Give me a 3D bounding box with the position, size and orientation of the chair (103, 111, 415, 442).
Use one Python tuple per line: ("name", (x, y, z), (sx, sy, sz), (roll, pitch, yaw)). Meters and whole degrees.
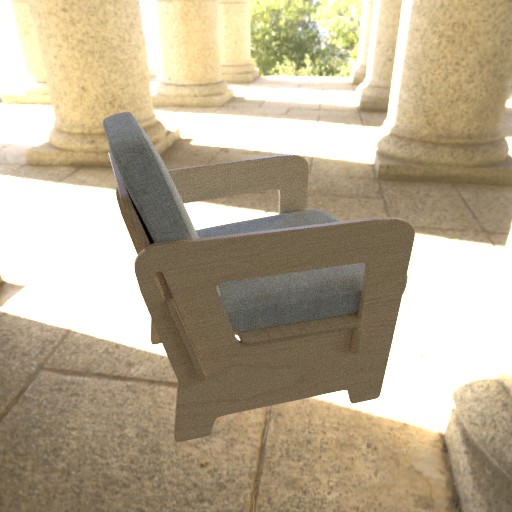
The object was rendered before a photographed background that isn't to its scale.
("chair", (0.000, 0.000, 1.270), (0.710, 0.800, 0.590), (-10, 30, -18))
